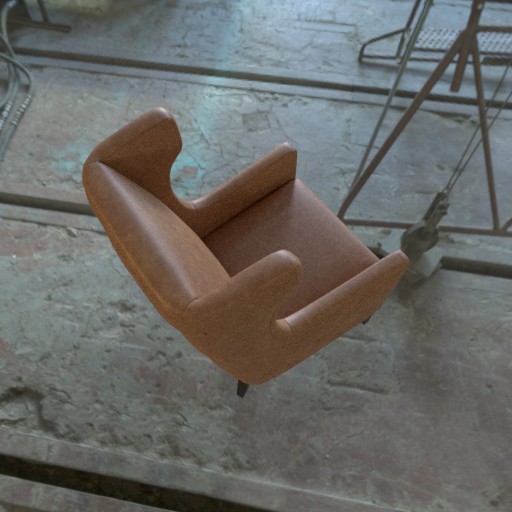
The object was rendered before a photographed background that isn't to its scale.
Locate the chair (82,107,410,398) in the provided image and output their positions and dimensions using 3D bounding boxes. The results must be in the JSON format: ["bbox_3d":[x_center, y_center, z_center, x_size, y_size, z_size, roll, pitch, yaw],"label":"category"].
[{"bbox_3d":[0.000,0.000,1.689,0.899,1.079,0.766,-31,64,-17],"label":"chair"}]
